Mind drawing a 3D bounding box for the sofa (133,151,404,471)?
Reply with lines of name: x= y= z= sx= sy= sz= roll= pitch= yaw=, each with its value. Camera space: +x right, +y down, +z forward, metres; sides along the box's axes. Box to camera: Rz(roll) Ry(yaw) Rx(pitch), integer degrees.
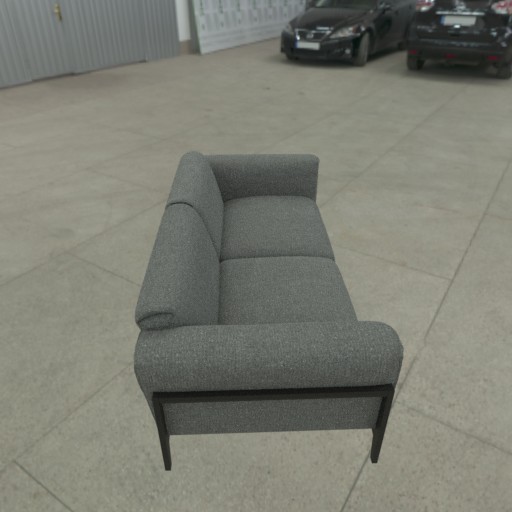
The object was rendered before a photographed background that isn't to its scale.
sofa: x=0.000 y=0.000 z=2.513 sx=0.985 sy=0.703 sz=2.125 roll=-1 pitch=32 yaw=-2
